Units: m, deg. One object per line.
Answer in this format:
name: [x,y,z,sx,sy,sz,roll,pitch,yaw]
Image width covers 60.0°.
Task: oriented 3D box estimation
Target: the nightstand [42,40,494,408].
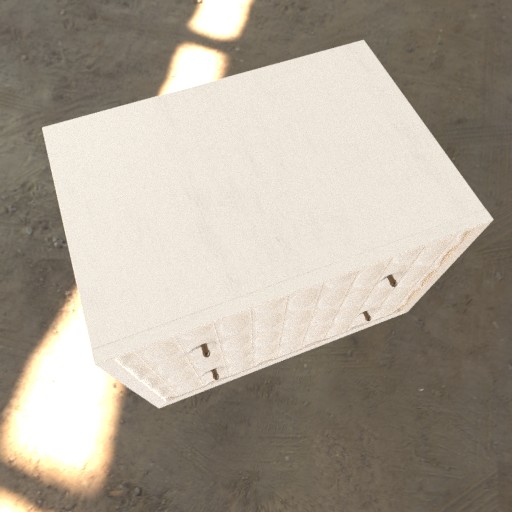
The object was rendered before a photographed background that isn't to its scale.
nightstand: [0.000,0.000,0.984,0.614,0.604,0.447,-19,65,-9]
